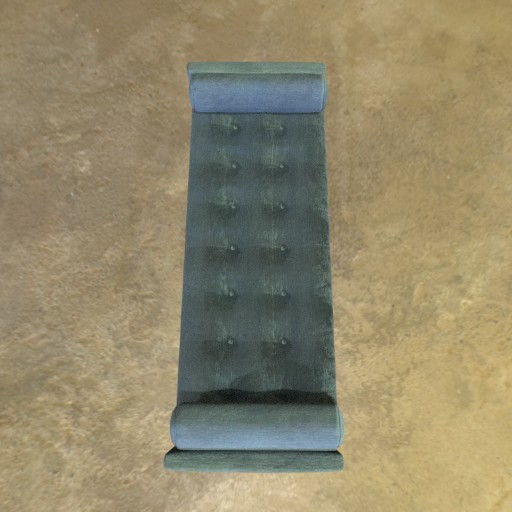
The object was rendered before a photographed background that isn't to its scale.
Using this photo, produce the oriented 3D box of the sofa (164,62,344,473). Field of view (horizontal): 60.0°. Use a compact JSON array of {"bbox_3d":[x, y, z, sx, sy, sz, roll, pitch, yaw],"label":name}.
[{"bbox_3d":[0.000,0.000,2.454,0.796,0.705,2.102,0,74,0],"label":"sofa"}]
